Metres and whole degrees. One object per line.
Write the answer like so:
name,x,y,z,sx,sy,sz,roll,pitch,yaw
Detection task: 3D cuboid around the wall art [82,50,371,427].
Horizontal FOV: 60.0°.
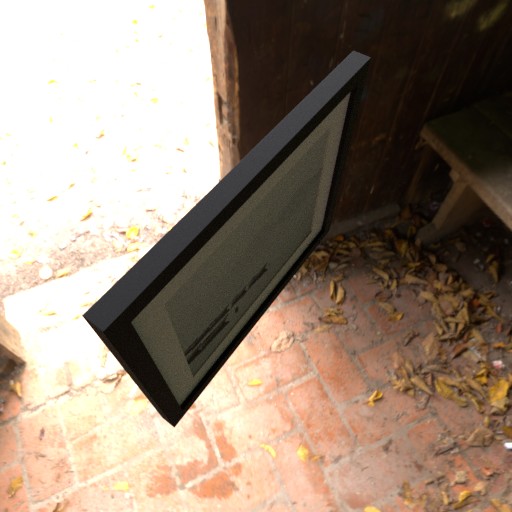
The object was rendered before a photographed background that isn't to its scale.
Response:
wall art,0.000,0.000,0.754,0.030,0.454,0.554,32,63,18
